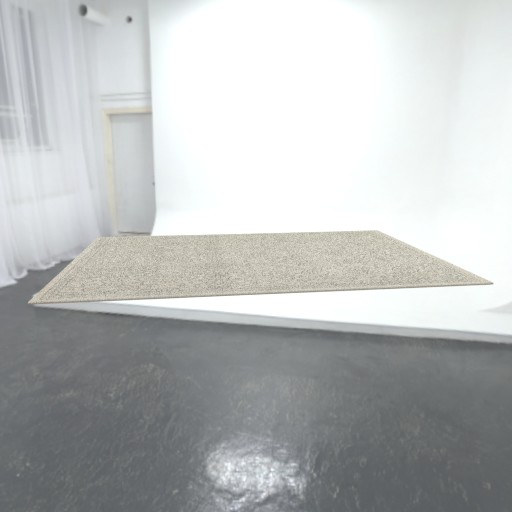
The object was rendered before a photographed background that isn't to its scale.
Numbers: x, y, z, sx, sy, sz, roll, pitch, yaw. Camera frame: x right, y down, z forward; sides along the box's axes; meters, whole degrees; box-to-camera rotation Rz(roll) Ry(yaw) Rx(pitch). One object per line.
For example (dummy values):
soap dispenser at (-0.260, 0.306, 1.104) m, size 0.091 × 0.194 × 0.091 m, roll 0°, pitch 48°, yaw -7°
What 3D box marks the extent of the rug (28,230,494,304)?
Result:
rug at (0.000, 0.000, 2.877) m, size 2.286 × 0.011 × 1.524 m, roll -2°, pitch 14°, yaw -7°
